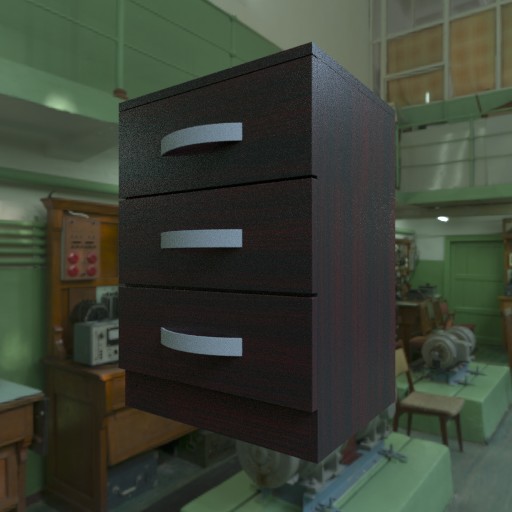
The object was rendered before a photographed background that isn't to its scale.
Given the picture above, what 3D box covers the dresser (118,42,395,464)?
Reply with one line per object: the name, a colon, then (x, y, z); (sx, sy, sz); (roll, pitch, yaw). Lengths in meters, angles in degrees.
dresser: (0.000, 0.000, 0.820); (0.400, 0.560, 0.360); (0, 0, 36)
